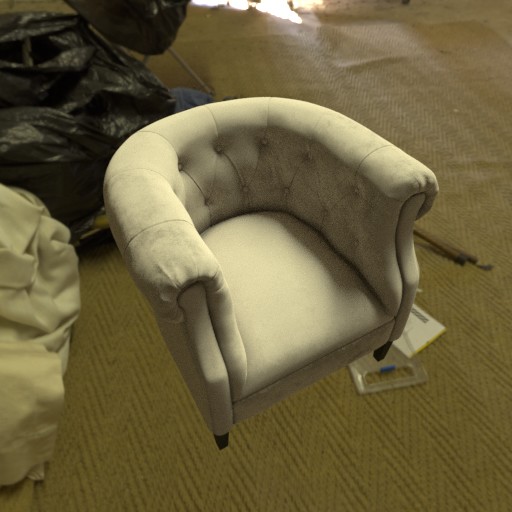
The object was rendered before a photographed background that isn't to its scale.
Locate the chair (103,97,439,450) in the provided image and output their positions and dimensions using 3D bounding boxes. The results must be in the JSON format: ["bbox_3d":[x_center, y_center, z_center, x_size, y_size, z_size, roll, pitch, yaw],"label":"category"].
[{"bbox_3d":[0.000,0.000,1.567,0.904,0.826,0.851,-22,49,-20],"label":"chair"}]
